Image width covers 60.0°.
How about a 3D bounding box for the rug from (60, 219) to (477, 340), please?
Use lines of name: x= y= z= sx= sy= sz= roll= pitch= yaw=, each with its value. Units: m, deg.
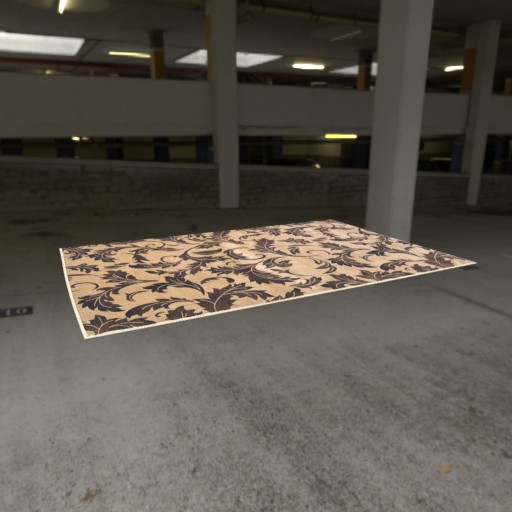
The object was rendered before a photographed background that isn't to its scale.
rug: x=0.000 y=0.000 z=2.874 sx=2.284 sy=0.008 sz=1.522 roll=-8 pitch=18 yaw=-26
